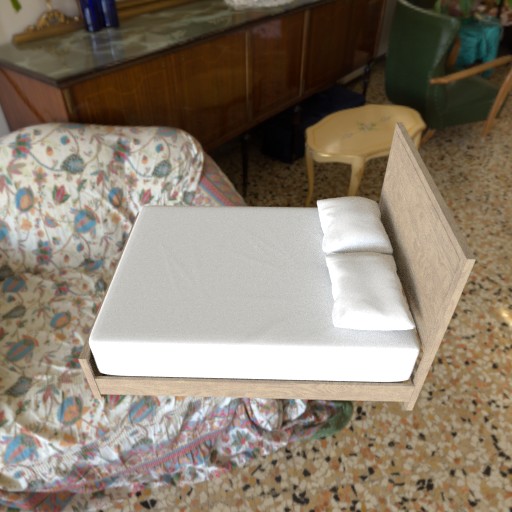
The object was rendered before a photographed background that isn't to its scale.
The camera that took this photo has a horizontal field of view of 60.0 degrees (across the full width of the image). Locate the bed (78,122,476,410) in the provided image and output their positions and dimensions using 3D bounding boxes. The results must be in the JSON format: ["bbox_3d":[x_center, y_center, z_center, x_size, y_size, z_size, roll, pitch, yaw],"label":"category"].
[{"bbox_3d":[0.000,0.000,3.238,2.189,1.369,1.606,1,40,1],"label":"bed"}]
